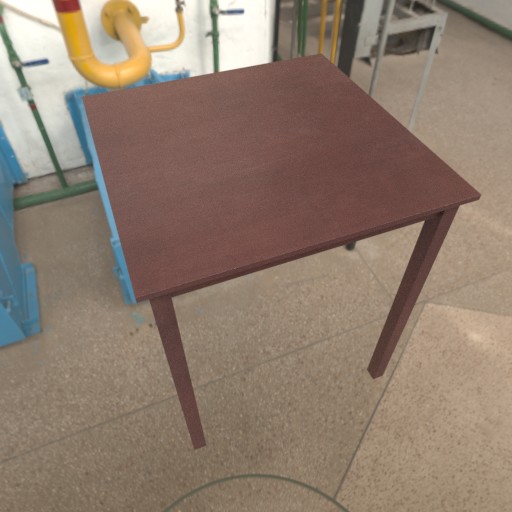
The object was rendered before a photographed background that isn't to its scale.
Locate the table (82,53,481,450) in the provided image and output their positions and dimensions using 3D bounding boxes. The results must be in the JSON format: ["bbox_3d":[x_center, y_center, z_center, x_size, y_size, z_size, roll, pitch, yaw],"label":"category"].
[{"bbox_3d":[0.000,0.000,1.627,0.861,0.991,0.861,-16,50,-14],"label":"table"}]
